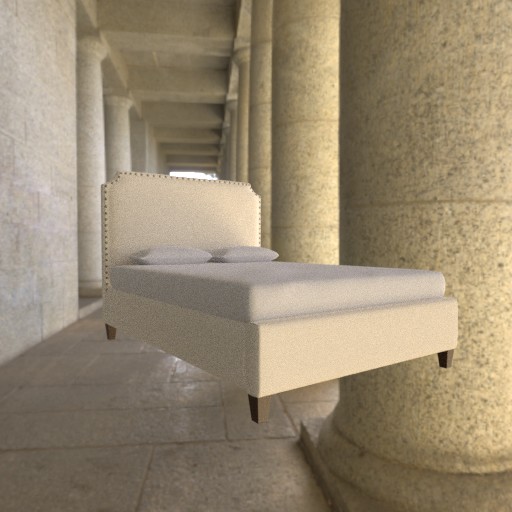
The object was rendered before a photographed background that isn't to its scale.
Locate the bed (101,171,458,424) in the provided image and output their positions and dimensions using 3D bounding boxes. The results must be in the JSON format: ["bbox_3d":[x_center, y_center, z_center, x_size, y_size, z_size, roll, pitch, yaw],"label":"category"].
[{"bbox_3d":[0.000,0.000,3.463,1.712,1.497,2.372,-1,2,-36],"label":"bed"}]
